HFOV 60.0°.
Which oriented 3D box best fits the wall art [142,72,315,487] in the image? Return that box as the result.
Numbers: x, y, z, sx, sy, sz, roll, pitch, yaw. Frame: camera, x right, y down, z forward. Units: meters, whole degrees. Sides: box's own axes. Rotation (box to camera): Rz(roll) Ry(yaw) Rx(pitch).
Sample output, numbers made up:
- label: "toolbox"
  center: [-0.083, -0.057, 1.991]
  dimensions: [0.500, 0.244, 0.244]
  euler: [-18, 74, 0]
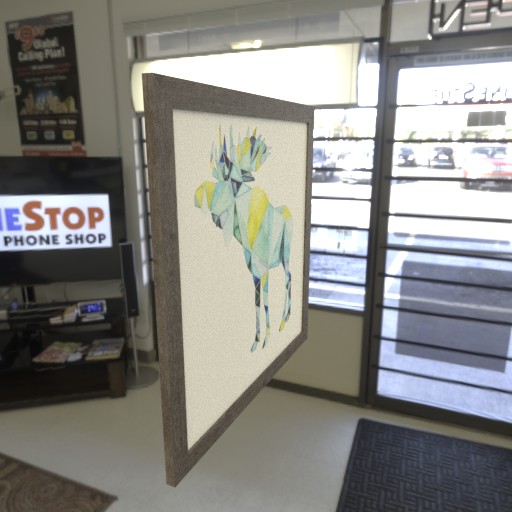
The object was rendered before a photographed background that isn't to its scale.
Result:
- label: "wall art"
  center: [0.000, 0.000, 0.667]
  dimensions: [0.013, 0.457, 0.457]
  euler: [7, 16, 25]
